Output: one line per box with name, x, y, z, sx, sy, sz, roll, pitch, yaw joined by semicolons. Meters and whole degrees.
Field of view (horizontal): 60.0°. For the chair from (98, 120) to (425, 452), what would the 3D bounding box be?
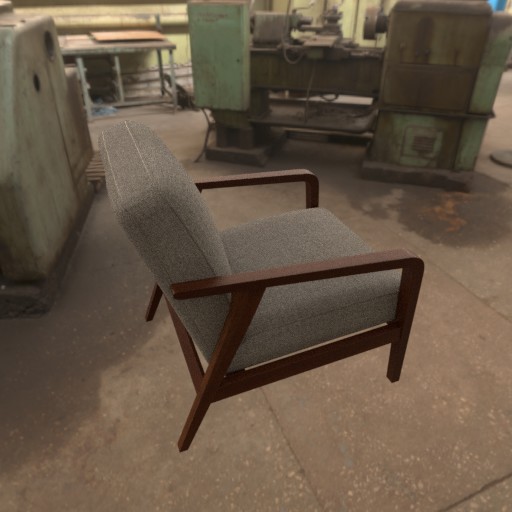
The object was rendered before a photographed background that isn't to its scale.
chair;0.000;0.000;1.482;0.858;0.847;0.704;-12;34;-17
